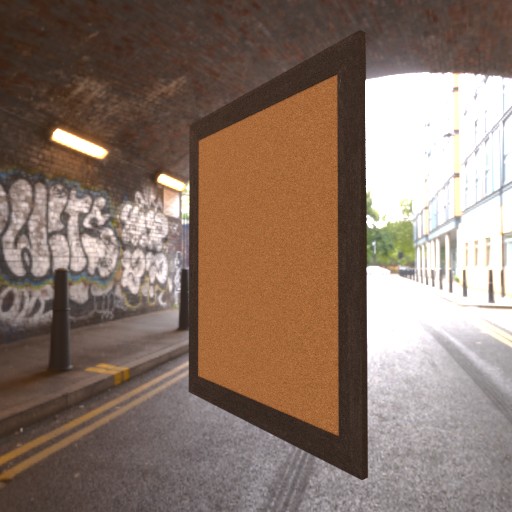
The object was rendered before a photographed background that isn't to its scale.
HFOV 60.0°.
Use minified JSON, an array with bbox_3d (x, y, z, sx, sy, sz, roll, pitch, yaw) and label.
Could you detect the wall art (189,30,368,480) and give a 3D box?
[{"bbox_3d":[0.000,0.000,0.758,0.013,0.570,0.476,1,-1,-36],"label":"wall art"}]
